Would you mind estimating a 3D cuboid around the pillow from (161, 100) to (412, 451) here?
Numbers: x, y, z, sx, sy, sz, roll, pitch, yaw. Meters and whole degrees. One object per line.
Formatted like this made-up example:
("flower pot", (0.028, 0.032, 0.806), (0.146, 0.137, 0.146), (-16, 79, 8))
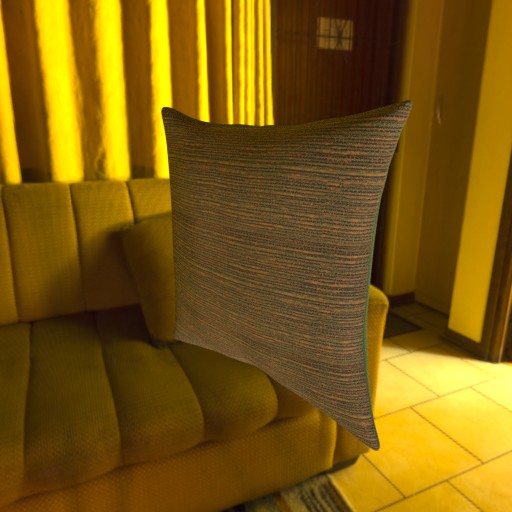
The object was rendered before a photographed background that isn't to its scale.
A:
("pillow", (0.000, 0.000, 0.760), (0.514, 0.497, 0.150), (16, 23, 42))
